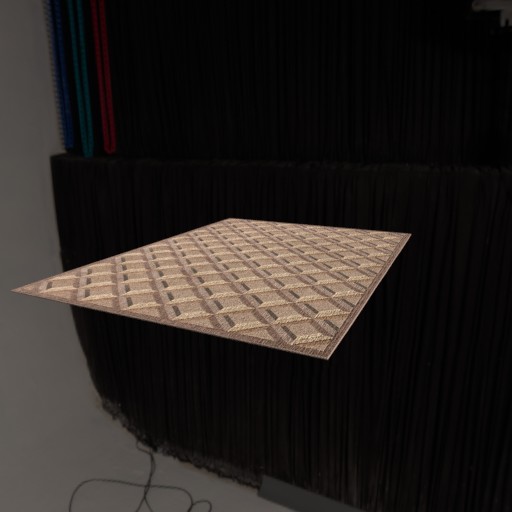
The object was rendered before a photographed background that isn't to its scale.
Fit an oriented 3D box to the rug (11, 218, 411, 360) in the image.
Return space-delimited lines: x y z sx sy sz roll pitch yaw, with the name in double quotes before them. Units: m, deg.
"rug" 0.000 0.000 4.154 2.382 0.018 3.294 7 17 25
